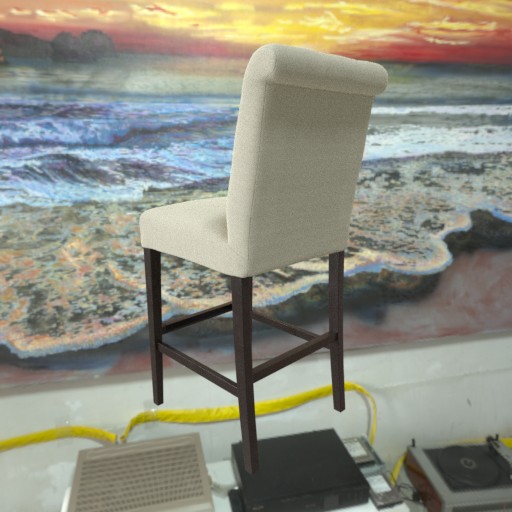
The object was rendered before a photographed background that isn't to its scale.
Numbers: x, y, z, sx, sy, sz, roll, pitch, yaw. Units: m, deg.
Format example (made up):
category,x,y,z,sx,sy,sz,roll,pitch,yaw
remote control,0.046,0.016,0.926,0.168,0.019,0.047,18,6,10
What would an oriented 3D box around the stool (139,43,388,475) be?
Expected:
category,x,y,z,sx,sy,sz,roll,pitch,yaw
stool,0.000,0.000,1.405,0.482,1.118,0.610,-14,20,-43
